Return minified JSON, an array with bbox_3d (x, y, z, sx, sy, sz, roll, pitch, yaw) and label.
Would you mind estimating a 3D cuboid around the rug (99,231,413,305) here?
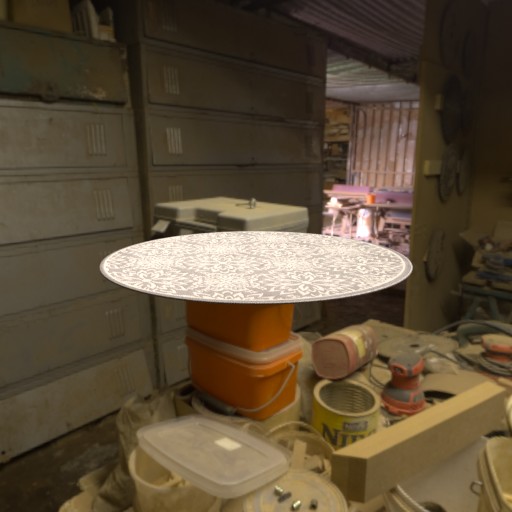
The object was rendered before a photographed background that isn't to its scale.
[{"bbox_3d":[0.000,0.000,2.383,1.593,0.012,1.593,0,13,0],"label":"rug"}]
